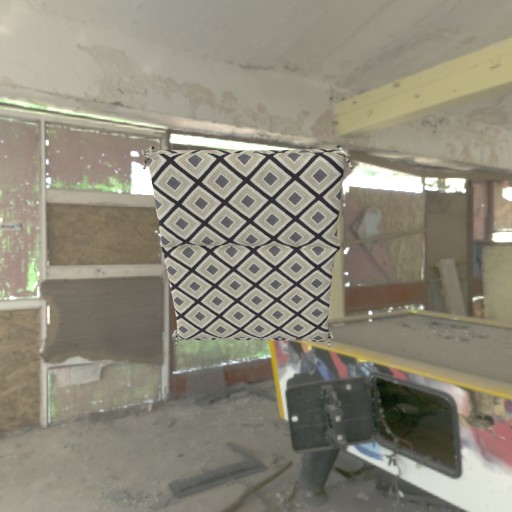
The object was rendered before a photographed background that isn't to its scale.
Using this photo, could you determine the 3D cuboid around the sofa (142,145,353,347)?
[{"bbox_3d":[0.000,0.000,1.960,0.582,0.622,1.663,0,1,2],"label":"sofa"}]
